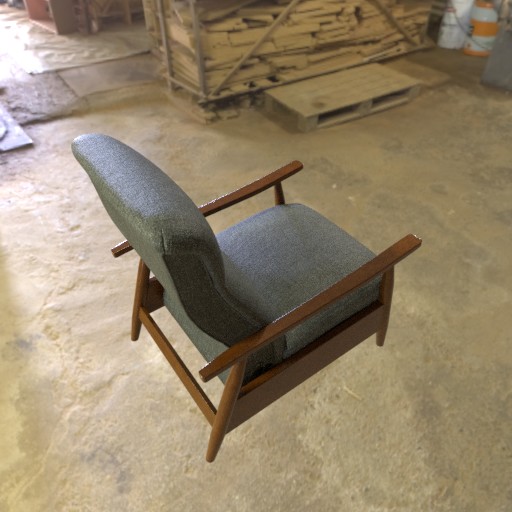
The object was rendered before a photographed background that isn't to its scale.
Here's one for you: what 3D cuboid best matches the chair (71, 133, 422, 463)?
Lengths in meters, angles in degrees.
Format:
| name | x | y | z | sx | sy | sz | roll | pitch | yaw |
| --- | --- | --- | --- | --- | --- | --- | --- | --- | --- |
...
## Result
| name | x | y | z | sx | sy | sz | roll | pitch | yaw |
| --- | --- | --- | --- | --- | --- | --- | --- | --- | --- |
| chair | 0.000 | 0.000 | 1.752 | 1.030 | 1.082 | 0.762 | -25 | 47 | -26 |
